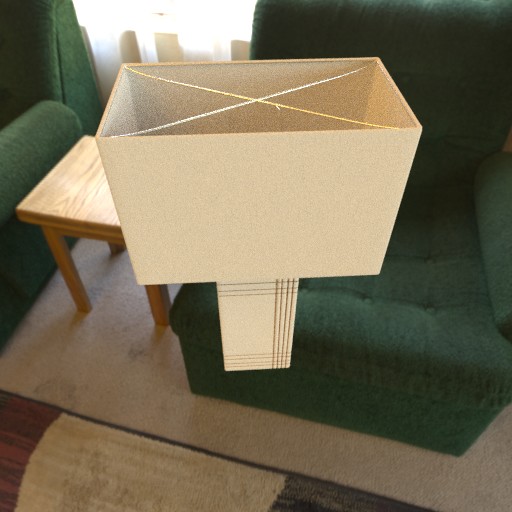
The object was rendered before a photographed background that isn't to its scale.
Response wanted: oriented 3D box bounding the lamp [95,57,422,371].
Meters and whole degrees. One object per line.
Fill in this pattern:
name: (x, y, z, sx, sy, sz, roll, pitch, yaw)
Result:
lamp: (0.000, 0.000, 0.705, 0.334, 0.543, 0.182, -2, 46, -2)
